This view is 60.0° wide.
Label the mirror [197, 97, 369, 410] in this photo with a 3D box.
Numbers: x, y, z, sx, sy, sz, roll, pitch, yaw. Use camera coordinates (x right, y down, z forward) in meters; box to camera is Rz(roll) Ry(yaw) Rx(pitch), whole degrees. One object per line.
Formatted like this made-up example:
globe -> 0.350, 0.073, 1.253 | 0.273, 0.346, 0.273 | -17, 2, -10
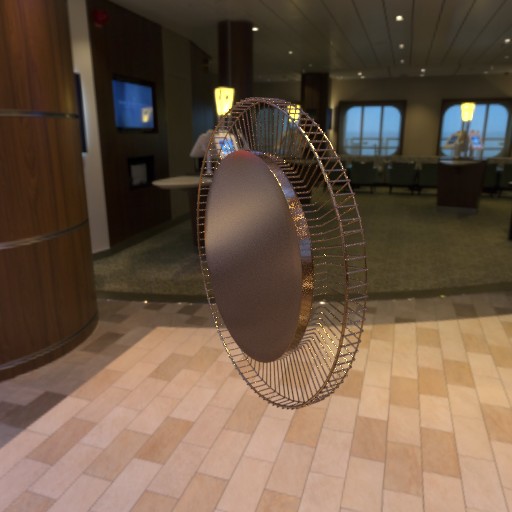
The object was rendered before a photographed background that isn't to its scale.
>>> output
mirror -> 0.000, 0.000, 1.044 | 0.067, 0.703, 0.703 | -8, 18, -27
